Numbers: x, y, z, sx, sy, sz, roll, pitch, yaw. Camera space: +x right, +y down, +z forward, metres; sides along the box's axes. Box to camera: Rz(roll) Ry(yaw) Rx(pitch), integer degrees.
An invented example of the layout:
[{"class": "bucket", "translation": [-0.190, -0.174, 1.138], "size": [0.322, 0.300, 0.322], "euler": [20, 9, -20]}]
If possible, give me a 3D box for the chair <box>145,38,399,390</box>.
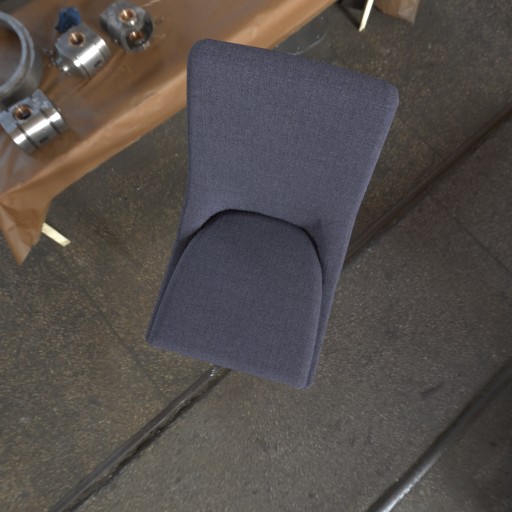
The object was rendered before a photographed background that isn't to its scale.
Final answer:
[{"class": "chair", "translation": [0.000, 0.000, 1.298], "size": [0.508, 0.952, 0.655], "euler": [15, 76, 4]}]
